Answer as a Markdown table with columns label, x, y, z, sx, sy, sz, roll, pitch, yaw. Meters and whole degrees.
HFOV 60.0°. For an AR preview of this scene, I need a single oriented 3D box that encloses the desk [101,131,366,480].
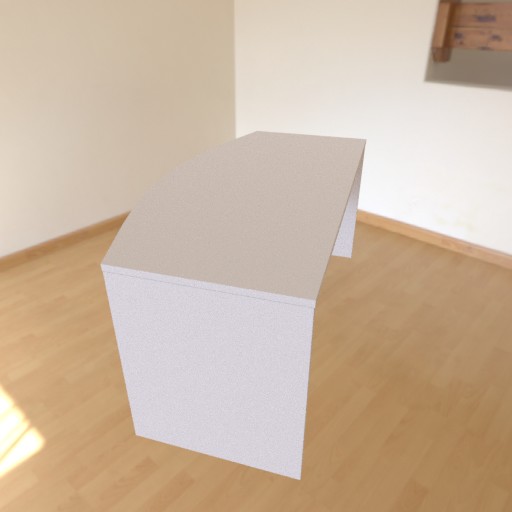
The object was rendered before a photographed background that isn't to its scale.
| label | x | y | z | sx | sy | sz | roll | pitch | yaw |
| --- | --- | --- | --- | --- | --- | --- | --- | --- | --- |
| desk | 0.000 | 0.000 | 2.087 | 0.802 | 0.750 | 1.600 | 9 | 31 | 14 |
